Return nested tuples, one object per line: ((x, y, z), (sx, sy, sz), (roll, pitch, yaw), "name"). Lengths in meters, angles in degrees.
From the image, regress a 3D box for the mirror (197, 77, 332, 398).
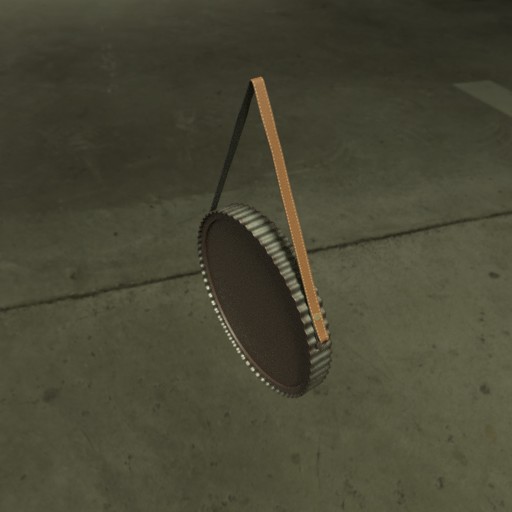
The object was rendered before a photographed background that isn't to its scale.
((0.000, 0.000, 0.724), (0.042, 0.568, 0.355), (-24, 46, -26), "mirror")
